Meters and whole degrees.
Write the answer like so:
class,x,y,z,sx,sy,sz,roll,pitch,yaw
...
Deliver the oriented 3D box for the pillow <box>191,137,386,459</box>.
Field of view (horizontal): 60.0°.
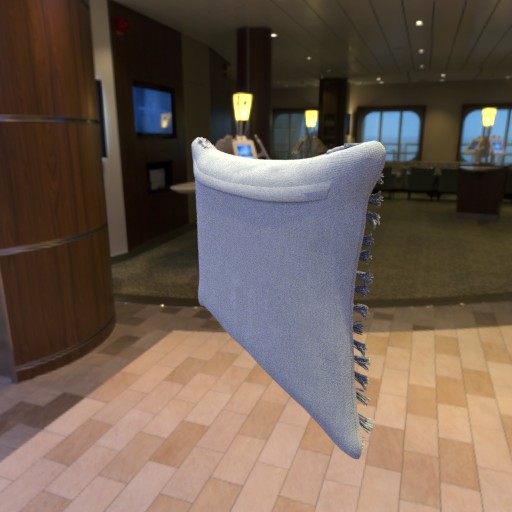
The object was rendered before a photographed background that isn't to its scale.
class,x,y,z,sx,sy,sz,roll,pitch,yaw
pillow,0.000,0.000,0.589,0.084,0.305,0.466,-7,17,-25
